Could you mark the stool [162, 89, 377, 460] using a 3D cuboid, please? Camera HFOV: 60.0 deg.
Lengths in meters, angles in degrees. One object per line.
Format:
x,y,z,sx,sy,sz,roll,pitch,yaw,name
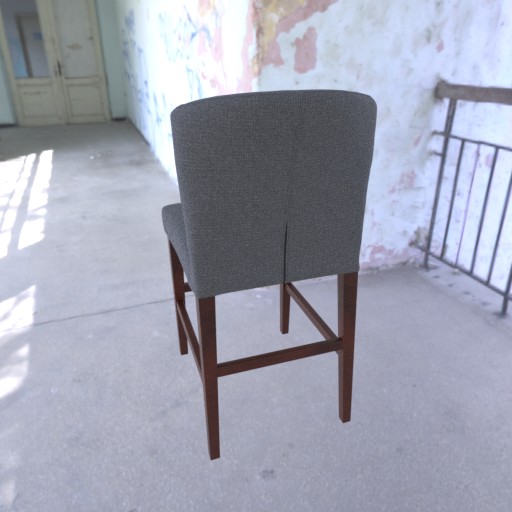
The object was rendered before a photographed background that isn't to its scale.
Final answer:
0.000,0.000,1.310,0.479,0.968,0.568,-8,27,-17,stool
